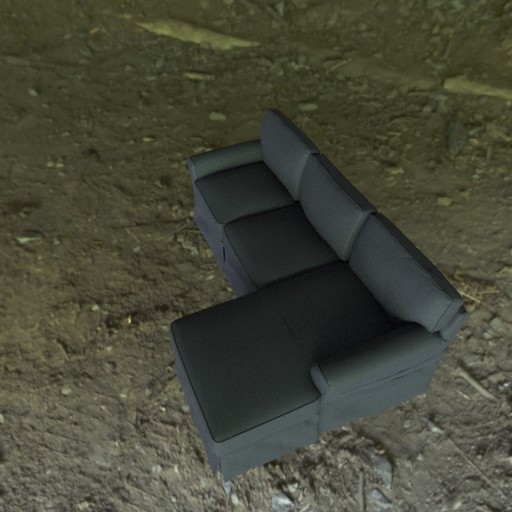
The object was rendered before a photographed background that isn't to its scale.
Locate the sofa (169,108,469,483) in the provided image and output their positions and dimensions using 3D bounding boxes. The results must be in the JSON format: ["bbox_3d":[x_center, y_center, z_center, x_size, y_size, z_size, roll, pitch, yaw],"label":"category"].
[{"bbox_3d":[0.000,0.000,3.343,1.637,1.039,2.518,-18,49,-17],"label":"sofa"}]
